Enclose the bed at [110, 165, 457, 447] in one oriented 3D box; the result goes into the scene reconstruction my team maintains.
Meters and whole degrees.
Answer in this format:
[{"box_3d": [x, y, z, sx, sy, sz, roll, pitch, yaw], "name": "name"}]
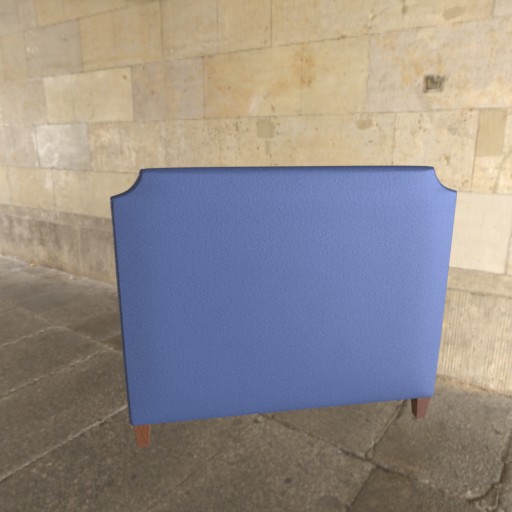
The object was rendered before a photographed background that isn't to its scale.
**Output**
[{"box_3d": [0.000, 0.000, 3.360, 1.712, 1.443, 2.372, -2, 14, -9], "name": "bed"}]
